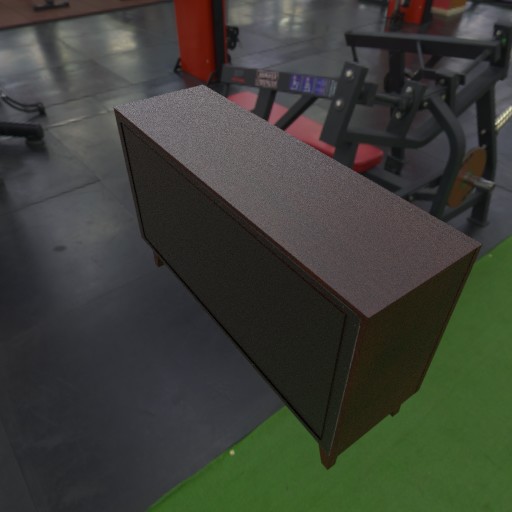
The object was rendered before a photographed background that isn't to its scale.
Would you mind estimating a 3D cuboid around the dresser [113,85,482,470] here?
[{"bbox_3d":[0.000,0.000,2.017,0.499,0.971,1.609,-26,47,-26],"label":"dresser"}]
